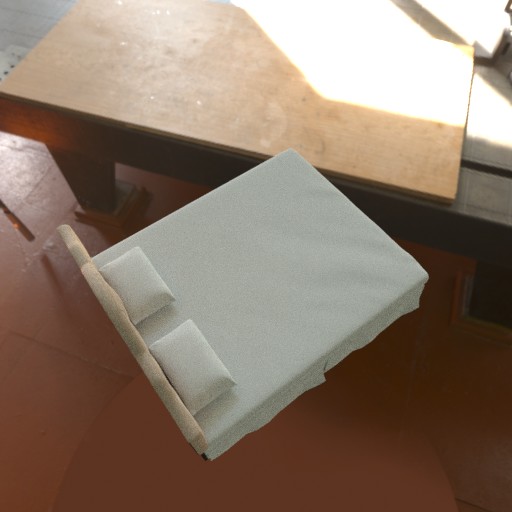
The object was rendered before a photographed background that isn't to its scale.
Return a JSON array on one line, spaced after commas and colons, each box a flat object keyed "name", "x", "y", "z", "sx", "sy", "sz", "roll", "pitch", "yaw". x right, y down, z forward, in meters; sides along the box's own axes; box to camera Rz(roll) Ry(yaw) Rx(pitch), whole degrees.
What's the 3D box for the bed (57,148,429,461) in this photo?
[{"name": "bed", "x": 0.000, "y": 0.000, "z": 2.977, "sx": 1.970, "sy": 1.194, "sz": 1.667, "roll": -32, "pitch": 64, "yaw": -18}]
